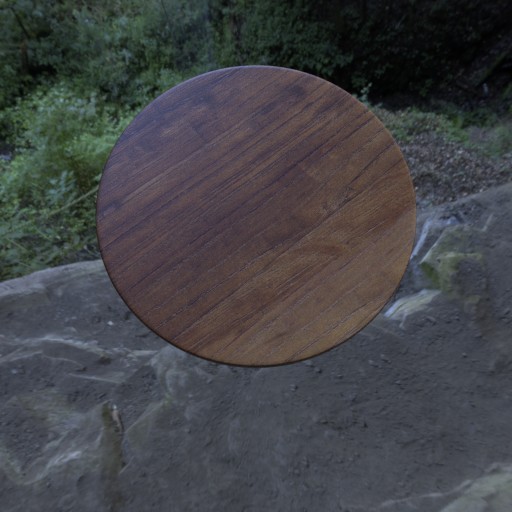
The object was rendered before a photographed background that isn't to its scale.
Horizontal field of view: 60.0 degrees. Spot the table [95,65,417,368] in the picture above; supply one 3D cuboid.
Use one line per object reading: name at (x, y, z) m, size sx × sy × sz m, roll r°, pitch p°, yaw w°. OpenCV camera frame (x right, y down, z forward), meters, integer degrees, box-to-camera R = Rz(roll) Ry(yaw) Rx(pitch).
table at (0.000, 0.000, 0.801) m, size 0.400 × 0.520 × 0.400 m, roll 0°, pitch 75°, yaw 0°
